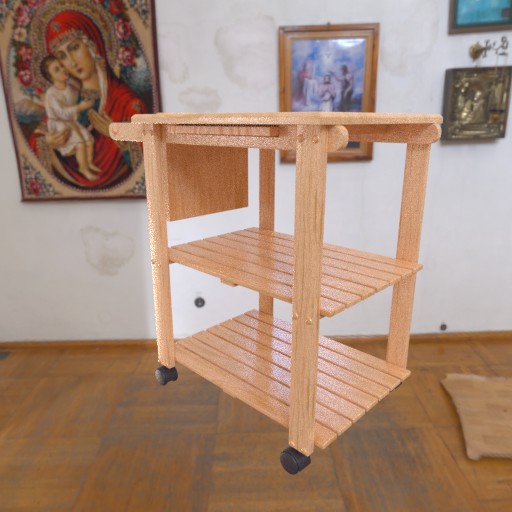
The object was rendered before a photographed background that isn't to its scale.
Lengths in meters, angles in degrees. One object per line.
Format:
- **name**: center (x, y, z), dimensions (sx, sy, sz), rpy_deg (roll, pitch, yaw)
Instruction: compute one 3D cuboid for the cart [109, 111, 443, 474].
- **cart**: center (0.000, 0.000, 1.324), dimensions (0.843, 0.816, 0.520), rpy_deg (16, 23, 42)
